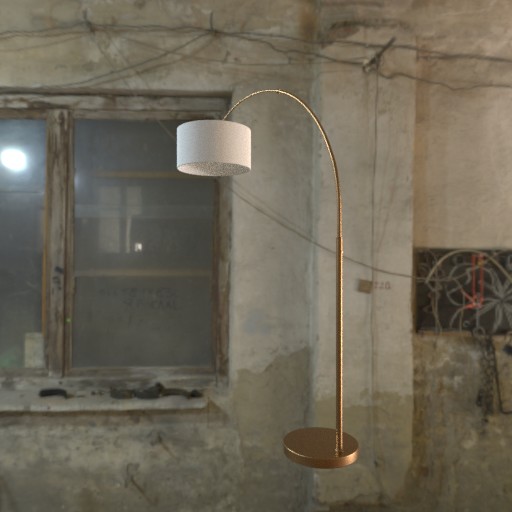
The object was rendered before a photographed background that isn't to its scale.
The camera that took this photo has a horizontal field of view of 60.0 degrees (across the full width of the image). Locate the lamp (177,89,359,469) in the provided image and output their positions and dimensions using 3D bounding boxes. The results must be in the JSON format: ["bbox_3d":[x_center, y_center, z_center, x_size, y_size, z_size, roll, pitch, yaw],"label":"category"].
[{"bbox_3d":[0.000,0.000,2.614,0.493,1.927,1.434,0,0,-37],"label":"lamp"}]
